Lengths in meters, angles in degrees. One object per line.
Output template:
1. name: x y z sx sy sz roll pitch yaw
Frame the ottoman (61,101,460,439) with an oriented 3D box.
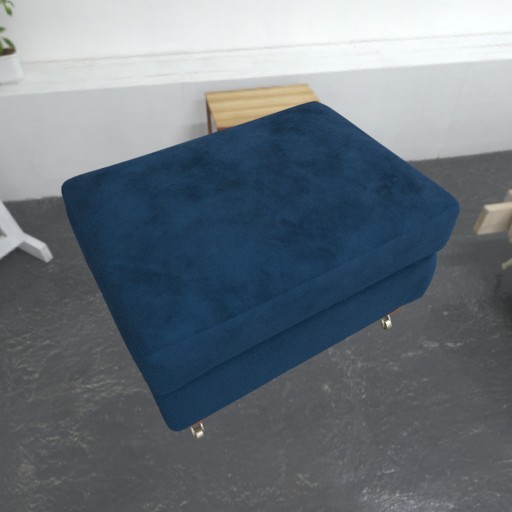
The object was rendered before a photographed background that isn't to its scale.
1. ottoman: 0.000 0.000 1.154 0.773 0.503 0.572 -24 52 -20
